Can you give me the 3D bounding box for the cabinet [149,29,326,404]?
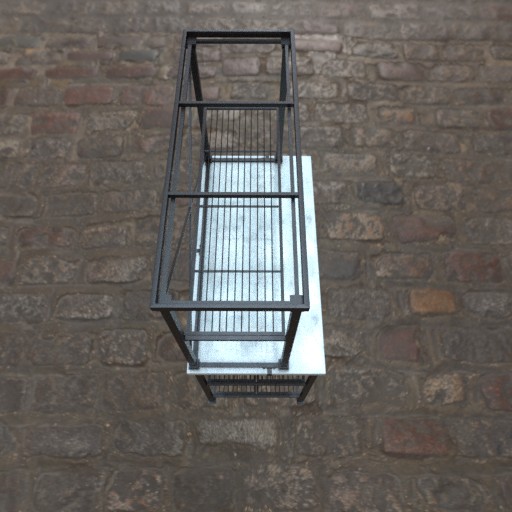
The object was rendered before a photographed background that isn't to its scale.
[{"bbox_3d":[0.000,0.000,2.243,0.610,1.659,1.210,0,63,0],"label":"cabinet"}]
